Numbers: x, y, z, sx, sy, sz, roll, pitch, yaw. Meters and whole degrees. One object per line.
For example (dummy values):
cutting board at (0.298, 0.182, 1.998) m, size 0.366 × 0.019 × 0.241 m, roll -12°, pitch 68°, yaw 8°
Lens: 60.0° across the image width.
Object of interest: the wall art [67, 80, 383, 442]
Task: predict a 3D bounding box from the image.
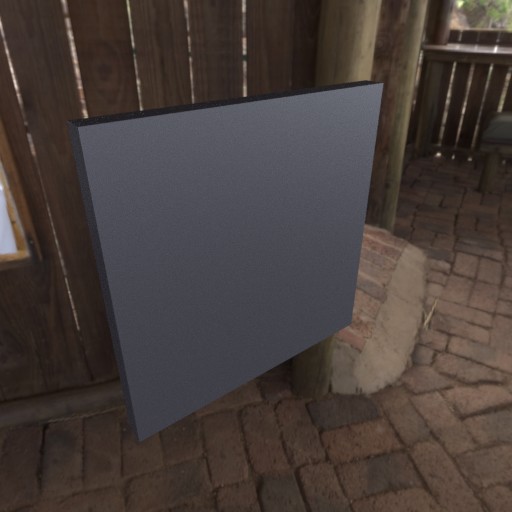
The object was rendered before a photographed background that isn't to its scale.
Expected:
wall art at (0.000, 0.000, 0.744) m, size 0.507 × 0.507 × 0.038 m, roll -21°, pitch 35°, yaw -32°
